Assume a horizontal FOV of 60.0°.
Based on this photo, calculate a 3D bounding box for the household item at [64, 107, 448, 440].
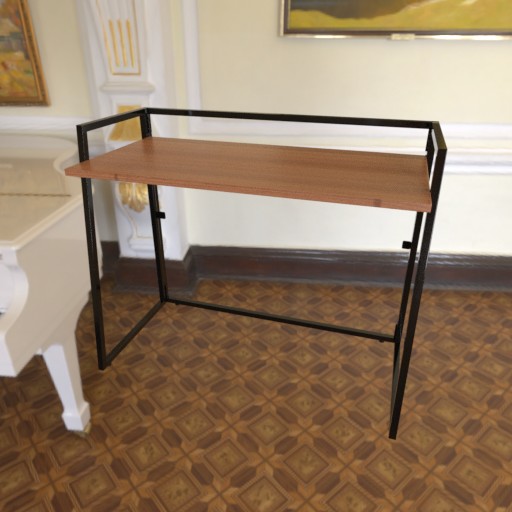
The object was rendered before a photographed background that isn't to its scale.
[{"bbox_3d":[0.000,0.000,1.507,1.050,0.860,0.510,8,28,16],"label":"household item"}]
